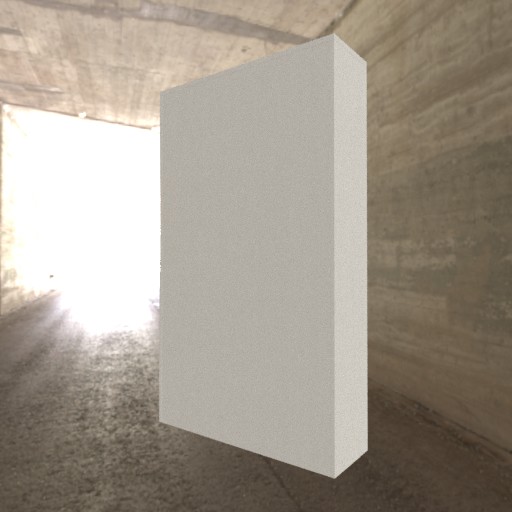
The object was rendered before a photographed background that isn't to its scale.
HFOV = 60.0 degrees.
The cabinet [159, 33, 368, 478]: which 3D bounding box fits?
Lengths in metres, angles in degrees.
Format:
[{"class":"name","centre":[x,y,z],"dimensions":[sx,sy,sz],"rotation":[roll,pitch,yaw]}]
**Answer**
[{"class":"cabinet","centre":[0.000,0.000,1.598],"dimensions":[0.750,1.280,0.250],"rotation":[0,-1,37]}]
